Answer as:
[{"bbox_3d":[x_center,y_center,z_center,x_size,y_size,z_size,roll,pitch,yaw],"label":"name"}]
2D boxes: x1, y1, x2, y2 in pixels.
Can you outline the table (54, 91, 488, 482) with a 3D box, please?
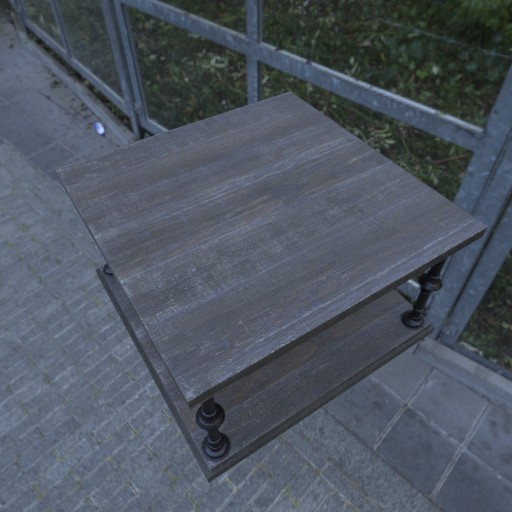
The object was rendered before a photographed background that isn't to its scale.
[{"bbox_3d":[0.000,0.000,1.135,0.696,0.400,0.696,-26,52,-22],"label":"table"}]
